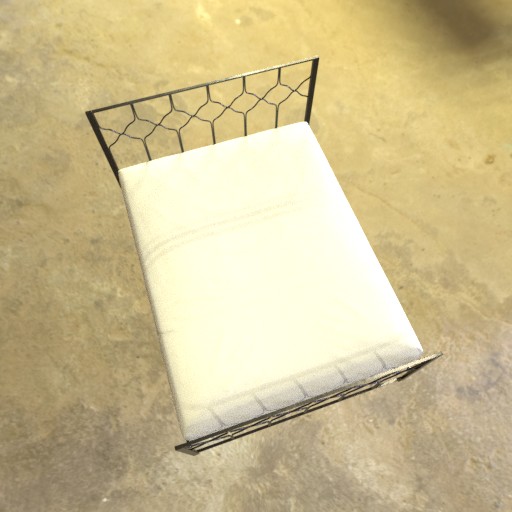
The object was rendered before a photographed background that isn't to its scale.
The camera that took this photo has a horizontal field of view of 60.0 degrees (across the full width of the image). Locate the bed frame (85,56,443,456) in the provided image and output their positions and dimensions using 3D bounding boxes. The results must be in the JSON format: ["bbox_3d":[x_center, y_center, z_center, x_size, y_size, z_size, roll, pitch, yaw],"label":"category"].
[{"bbox_3d":[0.000,0.000,3.045,1.597,1.222,2.063,-17,65,-8],"label":"bed frame"}]
